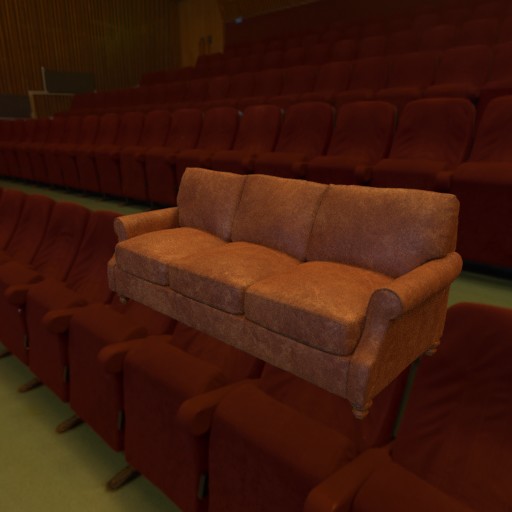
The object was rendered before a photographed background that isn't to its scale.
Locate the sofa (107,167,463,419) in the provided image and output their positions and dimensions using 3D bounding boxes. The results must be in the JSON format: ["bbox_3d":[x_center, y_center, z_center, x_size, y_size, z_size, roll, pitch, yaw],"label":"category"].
[{"bbox_3d":[0.000,0.000,2.884,2.351,0.977,0.973,15,22,41],"label":"sofa"}]
